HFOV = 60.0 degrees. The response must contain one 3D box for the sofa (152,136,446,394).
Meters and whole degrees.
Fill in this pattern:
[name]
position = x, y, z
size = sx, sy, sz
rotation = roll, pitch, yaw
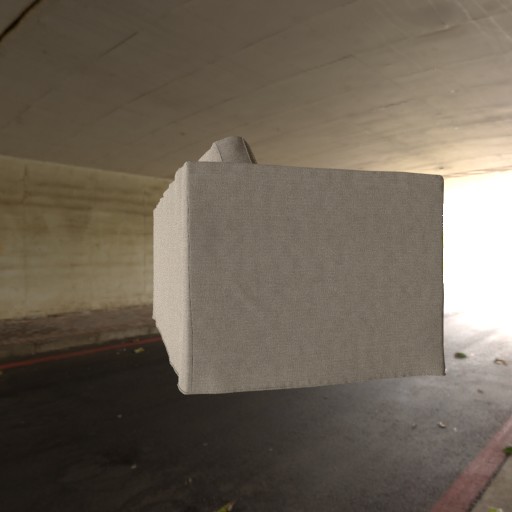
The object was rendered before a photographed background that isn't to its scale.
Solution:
[sofa]
position = 0.000, 0.000, 2.270
size = 0.956, 0.828, 1.766
rotation = 0, 0, -16
